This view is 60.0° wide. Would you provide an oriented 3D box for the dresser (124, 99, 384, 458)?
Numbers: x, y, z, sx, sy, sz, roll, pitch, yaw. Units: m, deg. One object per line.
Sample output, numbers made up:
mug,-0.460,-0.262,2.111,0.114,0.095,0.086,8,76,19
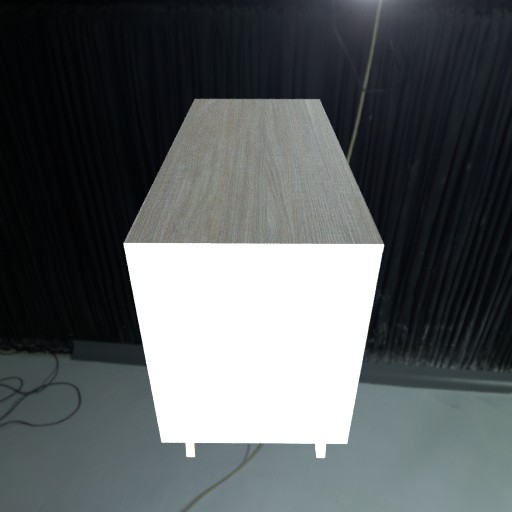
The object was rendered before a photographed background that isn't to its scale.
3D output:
dresser,0.000,0.000,1.528,0.500,0.780,1.110,0,33,0
